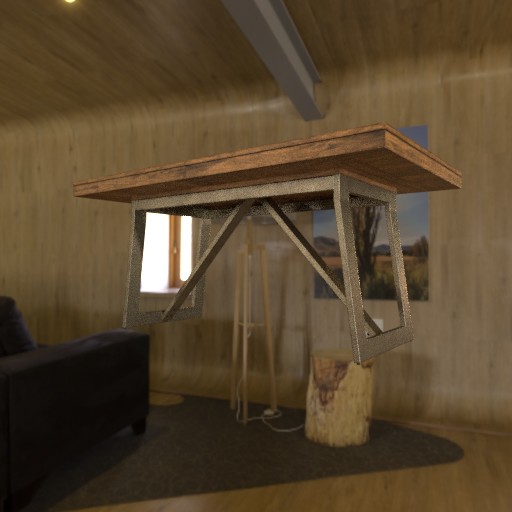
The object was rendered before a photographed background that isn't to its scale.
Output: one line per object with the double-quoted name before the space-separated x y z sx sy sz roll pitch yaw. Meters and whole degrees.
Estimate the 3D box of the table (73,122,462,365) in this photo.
"table" 0.000 0.000 2.138 1.641 0.757 0.931 0 -1 37
